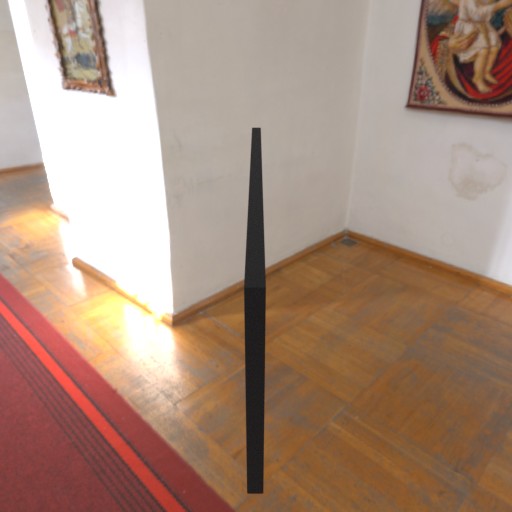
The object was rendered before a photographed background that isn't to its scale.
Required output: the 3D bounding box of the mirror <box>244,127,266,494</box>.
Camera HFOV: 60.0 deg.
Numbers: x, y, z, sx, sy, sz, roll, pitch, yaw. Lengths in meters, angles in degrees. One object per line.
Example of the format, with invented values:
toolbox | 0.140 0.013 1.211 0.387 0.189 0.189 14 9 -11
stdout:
mirror | 0.000 0.000 1.797 0.047 0.692 1.584 0 28 0
